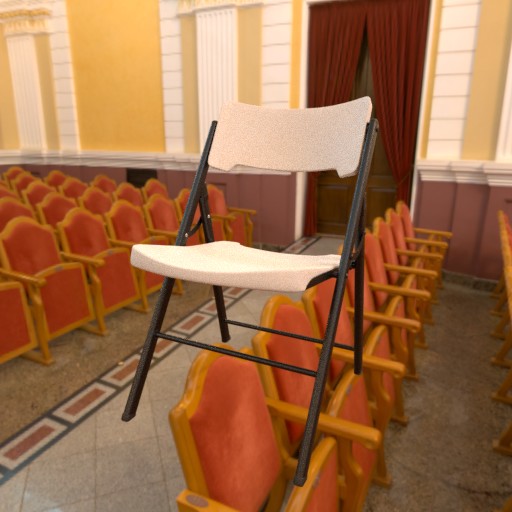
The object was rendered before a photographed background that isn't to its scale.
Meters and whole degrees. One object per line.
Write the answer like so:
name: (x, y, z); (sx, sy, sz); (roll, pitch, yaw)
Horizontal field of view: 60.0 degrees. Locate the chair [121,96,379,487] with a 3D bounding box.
chair: (0.000, 0.000, 1.106); (0.482, 0.765, 0.577); (8, 18, 26)
